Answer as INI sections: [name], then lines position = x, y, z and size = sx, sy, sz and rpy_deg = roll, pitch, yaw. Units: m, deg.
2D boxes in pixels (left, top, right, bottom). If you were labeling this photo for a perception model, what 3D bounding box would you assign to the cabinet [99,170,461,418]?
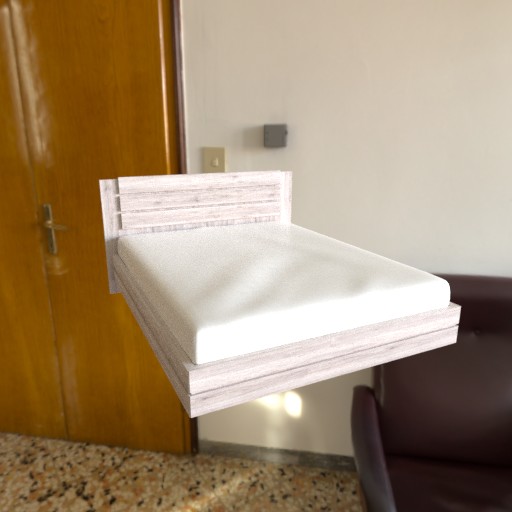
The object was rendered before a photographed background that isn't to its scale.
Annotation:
[cabinet]
position = 0.000, 0.000, 3.101
size = 1.750, 0.970, 2.080
rpy_deg = -8, 18, -25
